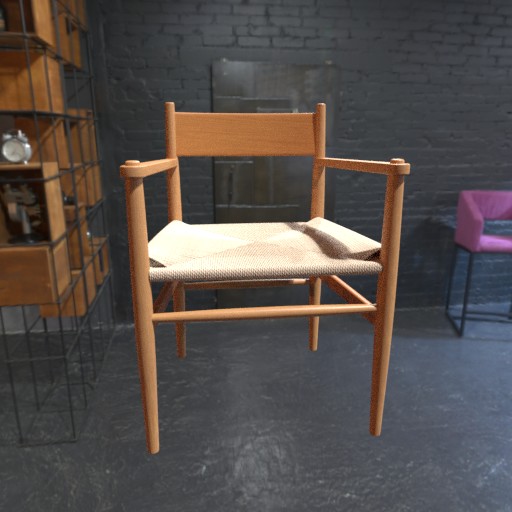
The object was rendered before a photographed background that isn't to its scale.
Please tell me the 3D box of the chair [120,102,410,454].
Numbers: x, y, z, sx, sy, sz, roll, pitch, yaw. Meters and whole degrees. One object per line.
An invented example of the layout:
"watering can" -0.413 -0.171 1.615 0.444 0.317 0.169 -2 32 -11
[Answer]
"chair" 0.000 0.000 1.124 0.556 0.762 0.495 -2 15 -6
